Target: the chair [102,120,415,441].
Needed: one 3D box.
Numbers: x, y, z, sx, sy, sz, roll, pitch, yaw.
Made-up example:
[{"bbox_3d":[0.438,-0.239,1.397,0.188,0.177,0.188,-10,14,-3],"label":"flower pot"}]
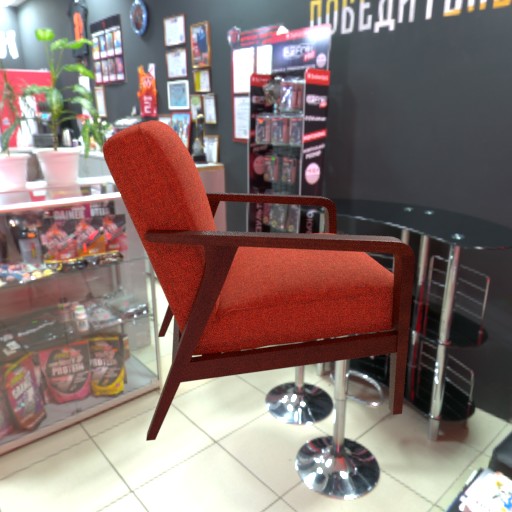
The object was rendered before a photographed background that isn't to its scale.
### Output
[{"bbox_3d":[0.000,0.000,1.525,0.860,0.890,0.719,-3,18,-8],"label":"chair"}]
